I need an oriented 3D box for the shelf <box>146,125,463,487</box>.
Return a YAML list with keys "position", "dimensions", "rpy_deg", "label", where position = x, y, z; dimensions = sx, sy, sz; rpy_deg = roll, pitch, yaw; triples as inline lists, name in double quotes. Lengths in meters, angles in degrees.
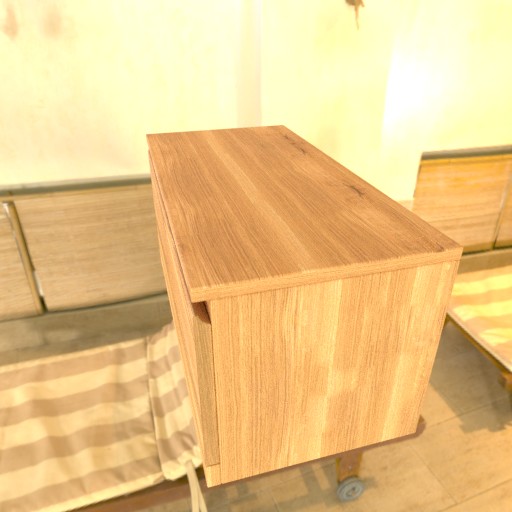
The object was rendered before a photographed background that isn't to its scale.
- position: [0.000, 0.000, 1.029]
  dimensions: [0.400, 0.400, 0.800]
  rpy_deg: [-8, 30, -14]
  label: "shelf"
